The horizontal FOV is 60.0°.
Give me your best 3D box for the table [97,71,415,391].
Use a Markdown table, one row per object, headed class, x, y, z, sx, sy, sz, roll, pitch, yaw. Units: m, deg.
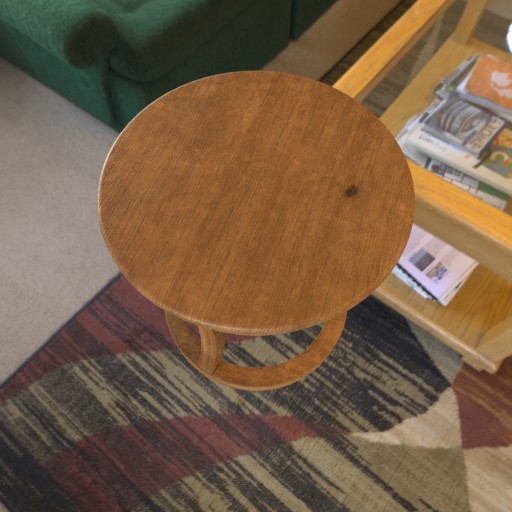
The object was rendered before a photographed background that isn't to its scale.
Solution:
| class | x | y | z | sx | sy | sz | roll | pitch | yaw |
| --- | --- | --- | --- | --- | --- | --- | --- | --- | --- |
| table | 0.000 | 0.000 | 0.808 | 0.432 | 0.460 | 0.432 | 0 | 63 | 0 |
